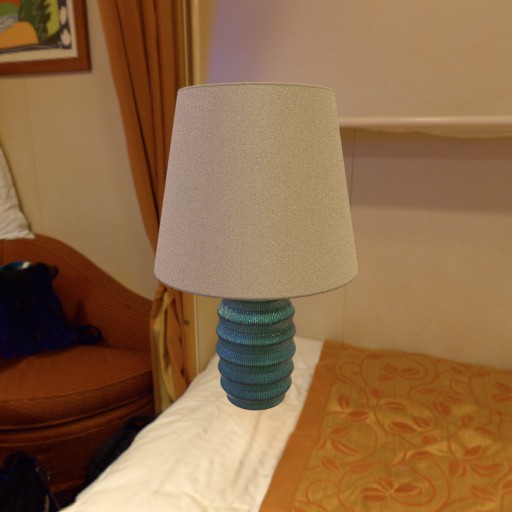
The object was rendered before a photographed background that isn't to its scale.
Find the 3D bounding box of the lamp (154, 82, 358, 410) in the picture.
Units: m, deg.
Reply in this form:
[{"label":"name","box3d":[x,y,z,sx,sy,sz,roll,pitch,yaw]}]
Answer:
[{"label":"lamp","box3d":[0.000,0.000,0.563,0.254,0.392,0.254,0,15,0]}]
